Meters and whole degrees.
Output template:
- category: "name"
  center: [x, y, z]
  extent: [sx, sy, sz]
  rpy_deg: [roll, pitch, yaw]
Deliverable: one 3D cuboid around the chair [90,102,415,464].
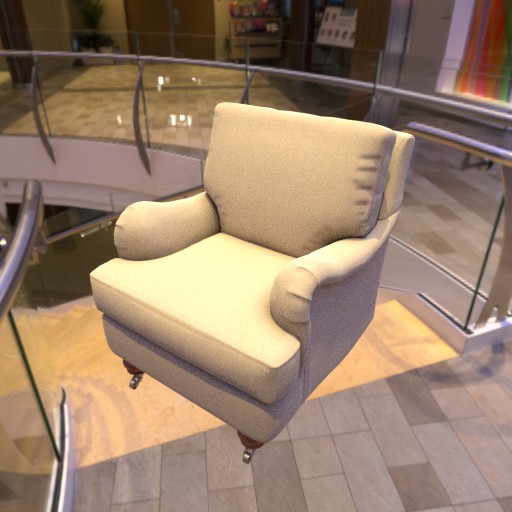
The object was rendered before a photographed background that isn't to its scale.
- category: "chair"
  center: [0.000, 0.000, 1.837]
  extent: [0.895, 1.076, 1.078]
  rpy_deg: [20, 35, 30]
